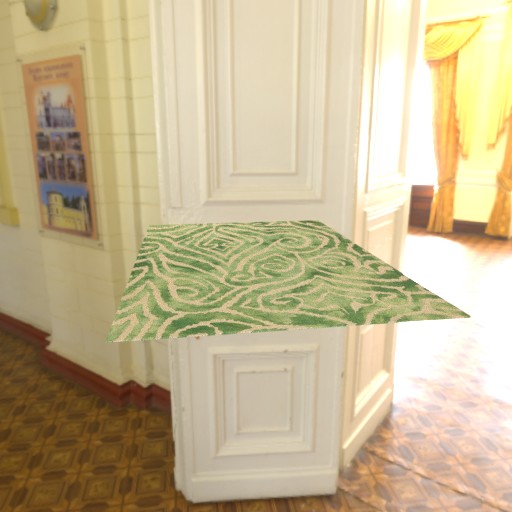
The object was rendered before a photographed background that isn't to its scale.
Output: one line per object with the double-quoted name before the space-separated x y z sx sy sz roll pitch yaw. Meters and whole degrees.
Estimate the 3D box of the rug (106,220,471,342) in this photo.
"rug" 0.000 0.000 2.313 1.220 0.006 1.826 -2 15 -9
